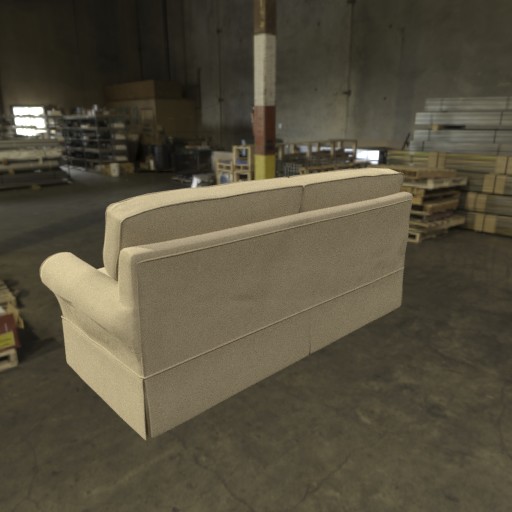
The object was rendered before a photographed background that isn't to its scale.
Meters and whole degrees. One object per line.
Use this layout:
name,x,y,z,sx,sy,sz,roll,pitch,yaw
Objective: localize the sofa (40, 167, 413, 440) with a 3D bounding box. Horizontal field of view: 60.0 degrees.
sofa,0.000,0.000,2.710,2.246,1.014,0.900,-15,23,-41
